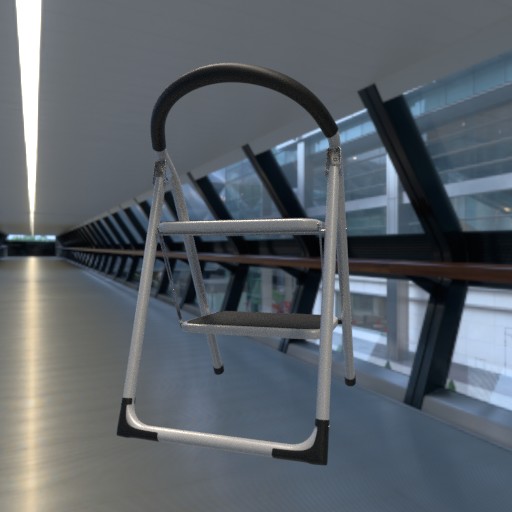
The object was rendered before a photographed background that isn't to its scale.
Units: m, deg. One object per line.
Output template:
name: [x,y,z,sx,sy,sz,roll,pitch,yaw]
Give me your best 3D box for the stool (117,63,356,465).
stool: [0.000,0.000,1.120,0.453,0.760,0.559,0,0,18]
